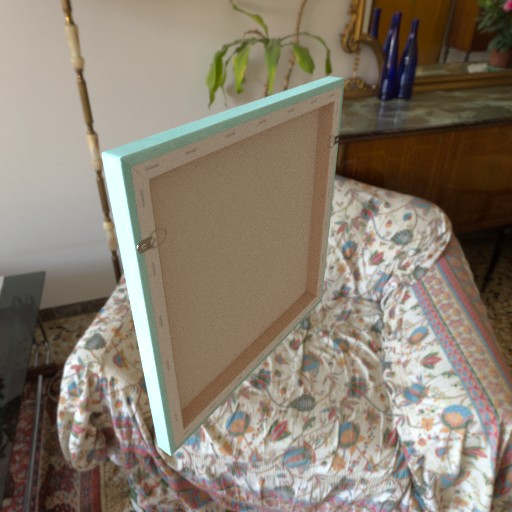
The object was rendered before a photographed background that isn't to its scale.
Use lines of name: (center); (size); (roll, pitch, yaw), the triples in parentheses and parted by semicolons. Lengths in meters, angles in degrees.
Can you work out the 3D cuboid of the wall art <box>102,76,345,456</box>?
wall art: (0.000, 0.000, 1.156); (0.054, 0.766, 0.765); (21, 38, 30)
